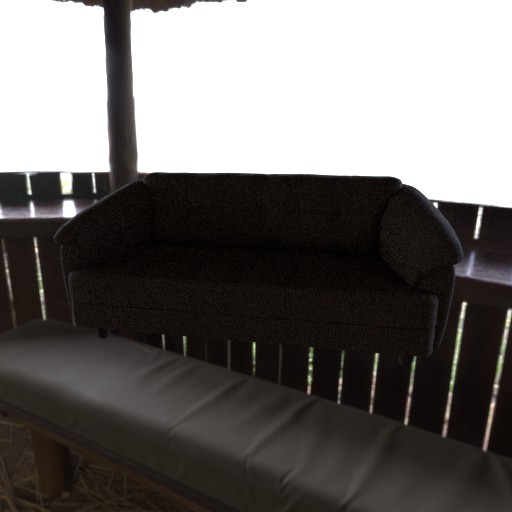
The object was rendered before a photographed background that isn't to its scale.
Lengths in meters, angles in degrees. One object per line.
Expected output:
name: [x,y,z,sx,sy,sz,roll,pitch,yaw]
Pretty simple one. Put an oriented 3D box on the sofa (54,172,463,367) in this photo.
sofa: [0.000,0.000,2.317,1.849,0.790,0.887,3,16,11]
